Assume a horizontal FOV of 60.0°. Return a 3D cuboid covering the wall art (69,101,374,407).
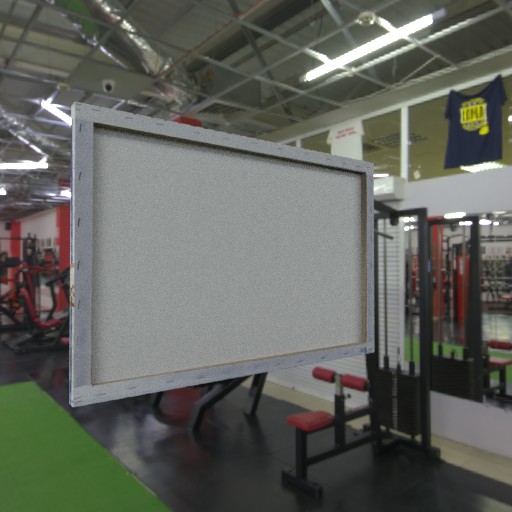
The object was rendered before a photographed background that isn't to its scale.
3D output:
[{"bbox_3d":[0.000,0.000,1.448,1.143,0.757,0.038,1,-1,-36],"label":"wall art"}]
